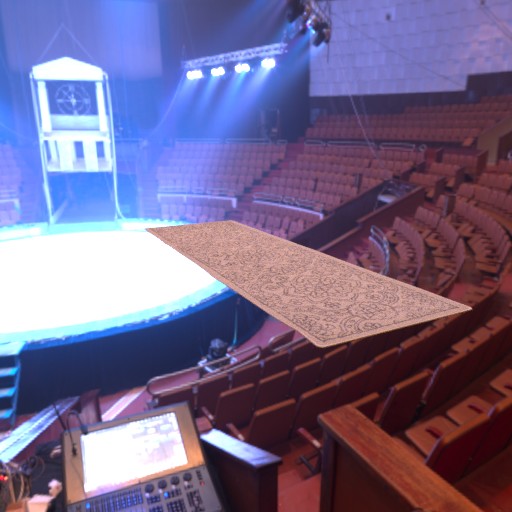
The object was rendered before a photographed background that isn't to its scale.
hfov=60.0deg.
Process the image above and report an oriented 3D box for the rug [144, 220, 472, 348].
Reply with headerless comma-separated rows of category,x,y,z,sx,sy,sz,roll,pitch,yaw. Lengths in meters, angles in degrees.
rug,0.000,0.000,2.724,0.806,0.006,2.431,-7,16,-27
